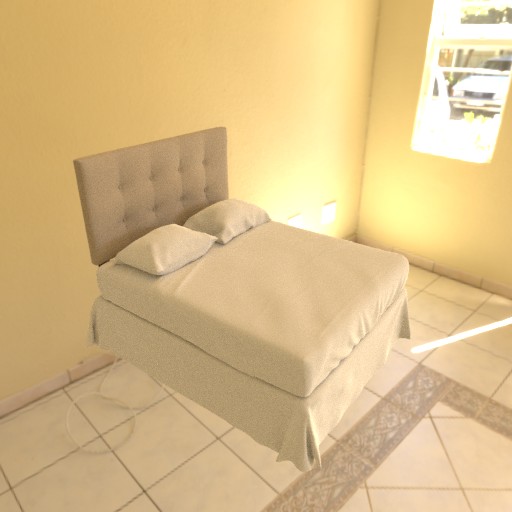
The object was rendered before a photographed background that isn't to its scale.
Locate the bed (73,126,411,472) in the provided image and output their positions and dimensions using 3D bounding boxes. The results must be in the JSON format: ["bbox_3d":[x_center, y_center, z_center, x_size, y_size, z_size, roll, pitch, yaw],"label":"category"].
[{"bbox_3d":[0.000,0.000,3.526,2.222,1.577,1.936,18,32,32],"label":"bed"}]
